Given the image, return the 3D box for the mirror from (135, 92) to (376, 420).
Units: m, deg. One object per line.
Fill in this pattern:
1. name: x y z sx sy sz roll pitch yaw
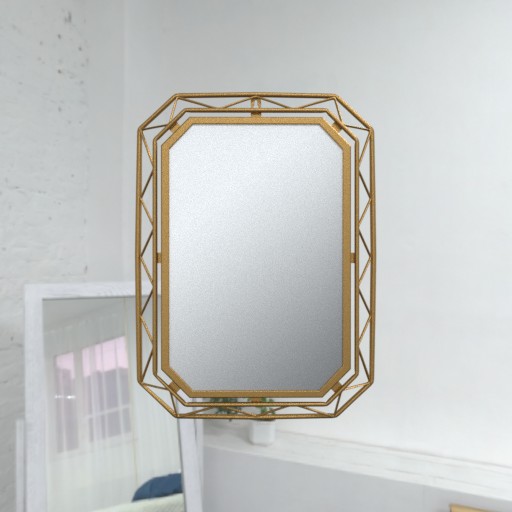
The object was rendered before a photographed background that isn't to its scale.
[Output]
1. mirror: 0.000 0.000 0.749 0.417 0.566 0.042 0 0 0
